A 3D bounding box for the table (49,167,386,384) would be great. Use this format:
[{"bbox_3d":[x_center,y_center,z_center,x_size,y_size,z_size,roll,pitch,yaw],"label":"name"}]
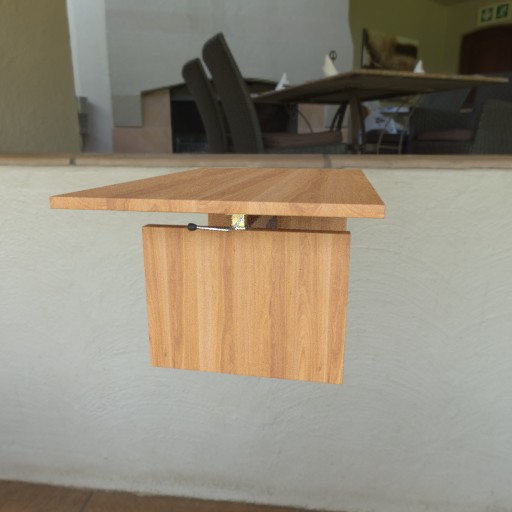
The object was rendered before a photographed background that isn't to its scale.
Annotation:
[{"bbox_3d":[0.000,0.000,1.477,0.700,0.510,1.100,3,15,10],"label":"table"}]
